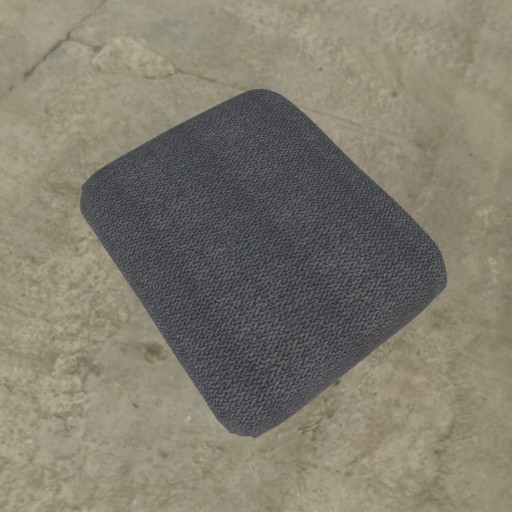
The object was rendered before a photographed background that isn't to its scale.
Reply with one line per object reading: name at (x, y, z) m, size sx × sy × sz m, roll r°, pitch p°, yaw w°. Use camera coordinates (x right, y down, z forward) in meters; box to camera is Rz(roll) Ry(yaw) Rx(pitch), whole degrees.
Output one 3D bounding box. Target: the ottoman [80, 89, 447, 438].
ottoman at (0.000, 0.000, 1.167) m, size 0.622 × 0.450 × 0.747 m, roll -33°, pitch 68°, yaw -15°
